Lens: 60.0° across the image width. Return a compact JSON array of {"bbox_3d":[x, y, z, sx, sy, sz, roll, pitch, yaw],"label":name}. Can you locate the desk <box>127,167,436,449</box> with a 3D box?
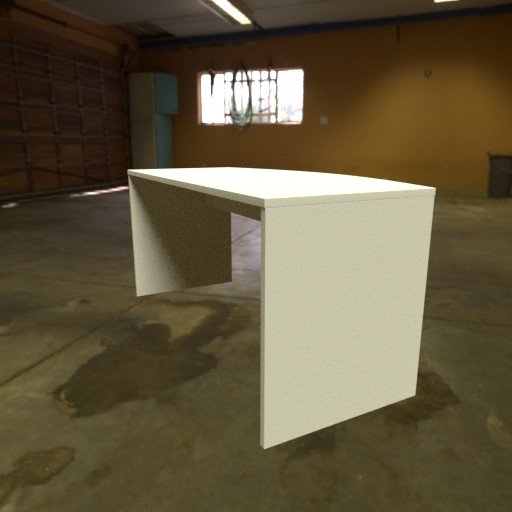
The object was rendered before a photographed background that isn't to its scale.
[{"bbox_3d":[0.000,0.000,2.104,0.802,0.750,1.600,-7,16,-27],"label":"desk"}]
